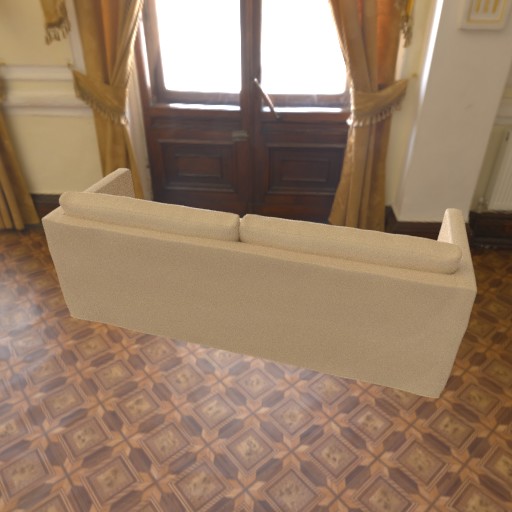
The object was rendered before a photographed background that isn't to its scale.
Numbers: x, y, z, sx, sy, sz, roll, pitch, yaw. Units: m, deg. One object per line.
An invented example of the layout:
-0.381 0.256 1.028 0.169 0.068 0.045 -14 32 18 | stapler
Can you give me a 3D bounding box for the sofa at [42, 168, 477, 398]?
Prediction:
0.000 0.000 3.241 2.779 0.999 1.036 9 33 14 | sofa
